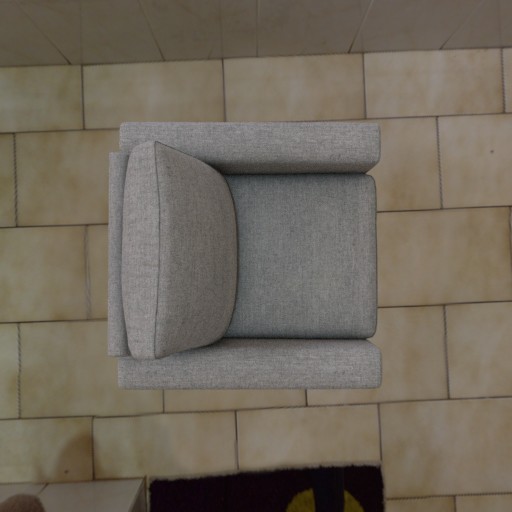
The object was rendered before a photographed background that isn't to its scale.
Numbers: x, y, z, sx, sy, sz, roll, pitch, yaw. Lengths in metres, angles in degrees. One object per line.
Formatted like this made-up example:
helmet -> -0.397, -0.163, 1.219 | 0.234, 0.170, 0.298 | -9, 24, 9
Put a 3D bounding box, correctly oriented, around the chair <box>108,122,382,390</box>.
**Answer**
chair -> 0.000, 0.000, 1.874 | 1.038, 1.010, 1.024 | 0, 89, -1
